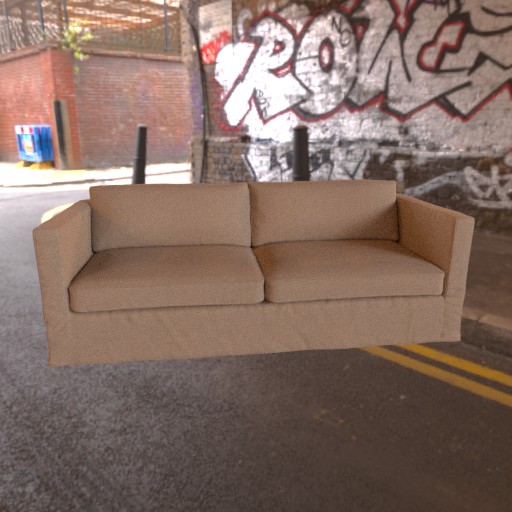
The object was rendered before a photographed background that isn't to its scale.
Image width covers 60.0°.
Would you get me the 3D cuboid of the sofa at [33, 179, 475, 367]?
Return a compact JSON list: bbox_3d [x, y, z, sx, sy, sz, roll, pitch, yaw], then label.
[{"bbox_3d":[0.000,0.000,2.725,2.296,0.847,0.956,-2,16,-7],"label":"sofa"}]
